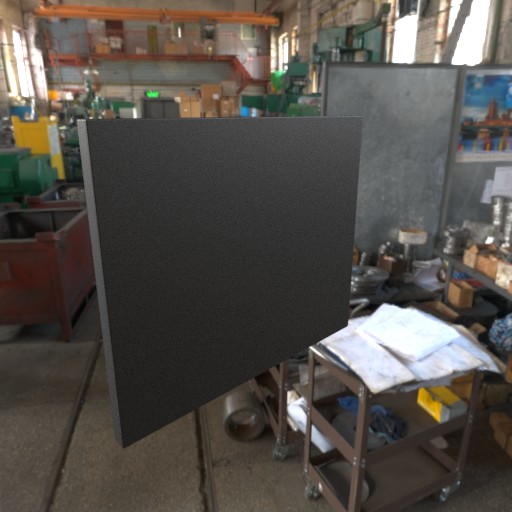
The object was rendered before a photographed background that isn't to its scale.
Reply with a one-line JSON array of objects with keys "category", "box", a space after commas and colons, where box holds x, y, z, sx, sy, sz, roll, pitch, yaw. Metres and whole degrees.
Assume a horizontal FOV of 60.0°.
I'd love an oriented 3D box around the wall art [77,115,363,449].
[{"category": "wall art", "box": [0.000, 0.000, 0.762, 0.558, 0.457, 0.031, -17, 24, -41]}]
